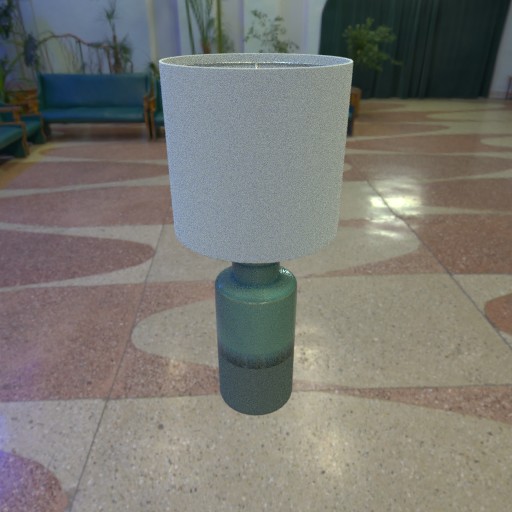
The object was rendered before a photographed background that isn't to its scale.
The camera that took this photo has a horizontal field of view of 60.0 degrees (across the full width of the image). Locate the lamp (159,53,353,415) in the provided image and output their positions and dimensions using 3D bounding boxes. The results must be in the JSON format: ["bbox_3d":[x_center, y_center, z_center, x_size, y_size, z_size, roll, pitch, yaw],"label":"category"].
[{"bbox_3d":[0.000,0.000,0.606,0.212,0.493,0.212,0,28,0],"label":"lamp"}]
